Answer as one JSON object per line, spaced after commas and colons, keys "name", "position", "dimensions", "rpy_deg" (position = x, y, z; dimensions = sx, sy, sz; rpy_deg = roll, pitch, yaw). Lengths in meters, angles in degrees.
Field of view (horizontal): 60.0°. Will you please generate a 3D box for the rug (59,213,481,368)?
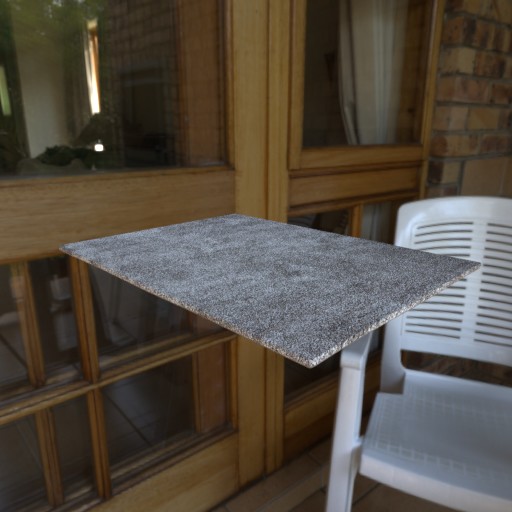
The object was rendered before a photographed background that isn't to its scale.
{"name": "rug", "position": [0.000, 0.000, 2.080], "dimensions": [1.198, 0.025, 1.601], "rpy_deg": [-16, 23, -43]}
